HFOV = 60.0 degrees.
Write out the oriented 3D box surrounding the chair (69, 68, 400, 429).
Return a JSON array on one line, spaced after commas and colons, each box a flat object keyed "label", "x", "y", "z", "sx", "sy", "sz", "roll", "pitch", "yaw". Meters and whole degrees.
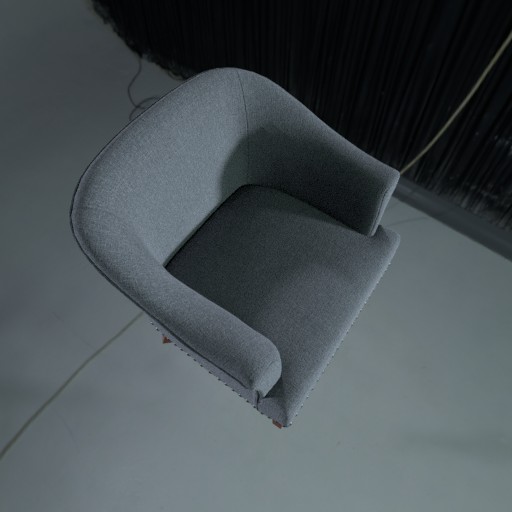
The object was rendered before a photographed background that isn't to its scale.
[{"label": "chair", "x": 0.000, "y": 0.000, "z": 1.390, "sx": 0.704, "sy": 0.815, "sz": 0.798, "roll": 30, "pitch": 63, "yaw": 17}]
